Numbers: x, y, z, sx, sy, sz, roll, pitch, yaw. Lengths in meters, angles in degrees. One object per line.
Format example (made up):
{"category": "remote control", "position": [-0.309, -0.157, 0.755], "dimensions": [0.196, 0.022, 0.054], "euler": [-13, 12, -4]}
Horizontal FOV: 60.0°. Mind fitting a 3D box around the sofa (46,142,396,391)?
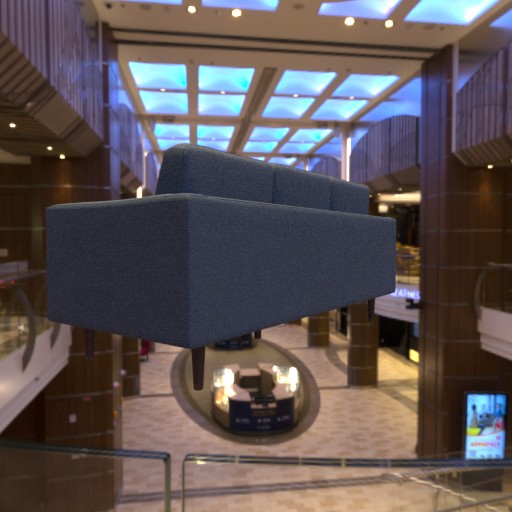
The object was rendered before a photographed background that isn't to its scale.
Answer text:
{"category": "sofa", "position": [0.000, 0.000, 2.527], "dimensions": [0.935, 0.945, 2.013], "euler": [1, 2, 36]}
